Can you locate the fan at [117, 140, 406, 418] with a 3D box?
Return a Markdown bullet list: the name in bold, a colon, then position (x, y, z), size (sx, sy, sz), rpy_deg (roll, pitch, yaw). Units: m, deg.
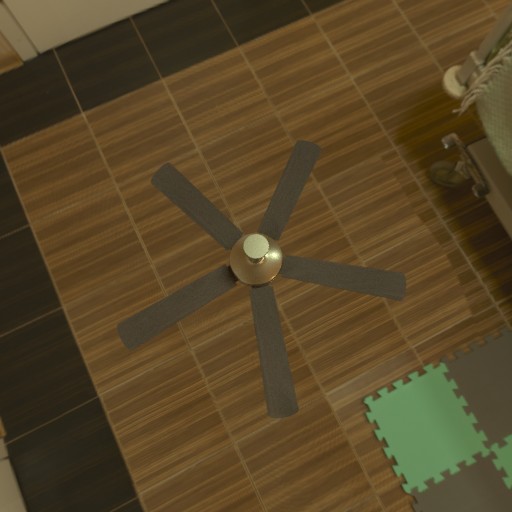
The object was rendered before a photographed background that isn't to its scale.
- **fan**: position (0.000, 0.000, 1.999), size (1.321, 0.356, 1.321), rpy_deg (34, 79, 8)
